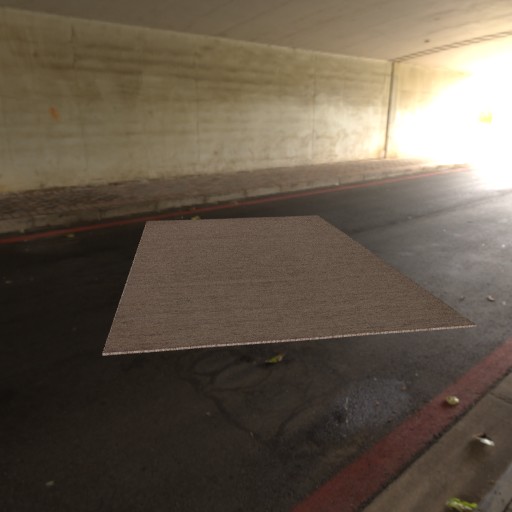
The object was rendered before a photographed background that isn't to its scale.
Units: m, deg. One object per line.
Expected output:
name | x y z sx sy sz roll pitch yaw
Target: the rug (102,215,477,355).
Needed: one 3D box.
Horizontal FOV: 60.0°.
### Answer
rug | 0.000 0.000 2.281 1.225 0.013 1.840 -3 17 -9
